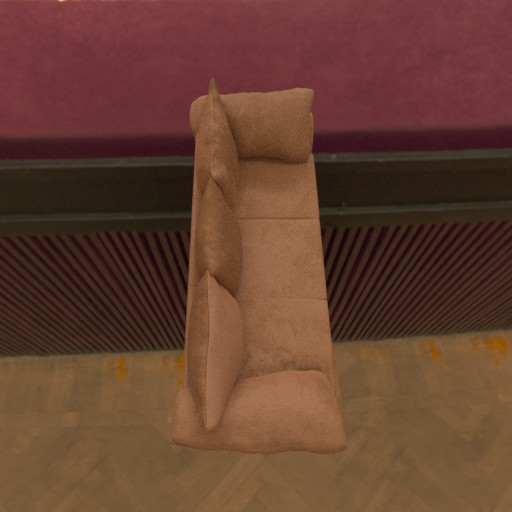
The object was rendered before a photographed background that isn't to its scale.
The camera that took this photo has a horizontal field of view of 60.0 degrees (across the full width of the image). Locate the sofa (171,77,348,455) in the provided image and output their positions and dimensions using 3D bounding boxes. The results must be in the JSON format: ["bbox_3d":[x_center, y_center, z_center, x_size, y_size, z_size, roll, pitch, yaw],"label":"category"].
[{"bbox_3d":[0.000,0.000,2.874,0.893,0.981,2.377,-1,64,0],"label":"sofa"}]
